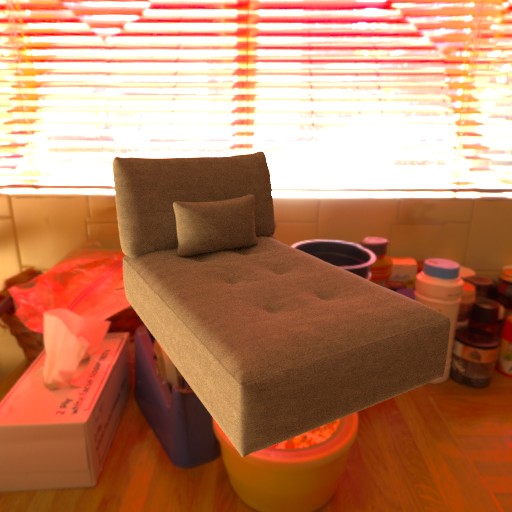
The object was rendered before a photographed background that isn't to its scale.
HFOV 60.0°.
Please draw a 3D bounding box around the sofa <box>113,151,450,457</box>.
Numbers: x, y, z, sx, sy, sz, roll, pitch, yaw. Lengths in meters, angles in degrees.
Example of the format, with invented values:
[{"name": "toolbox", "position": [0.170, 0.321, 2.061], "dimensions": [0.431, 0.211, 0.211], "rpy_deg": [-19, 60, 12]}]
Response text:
[{"name": "sofa", "position": [0.000, 0.000, 2.011], "dimensions": [0.930, 0.820, 1.450], "rpy_deg": [-10, 20, -28]}]
